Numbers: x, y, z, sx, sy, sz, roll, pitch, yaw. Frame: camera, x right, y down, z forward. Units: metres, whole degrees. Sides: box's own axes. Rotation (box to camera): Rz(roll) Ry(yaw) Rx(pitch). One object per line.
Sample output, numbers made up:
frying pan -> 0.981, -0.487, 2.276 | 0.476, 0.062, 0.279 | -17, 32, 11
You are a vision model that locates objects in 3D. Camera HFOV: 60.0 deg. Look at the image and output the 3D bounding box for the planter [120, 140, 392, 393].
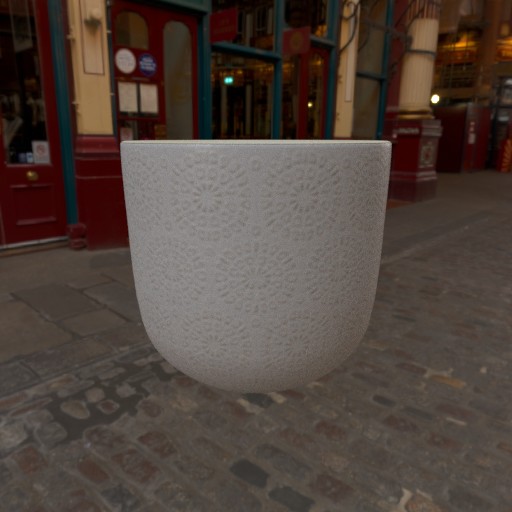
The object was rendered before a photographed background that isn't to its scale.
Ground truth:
planter -> 0.000, 0.000, 0.378 | 0.208, 0.190, 0.208 | 0, 15, 0
